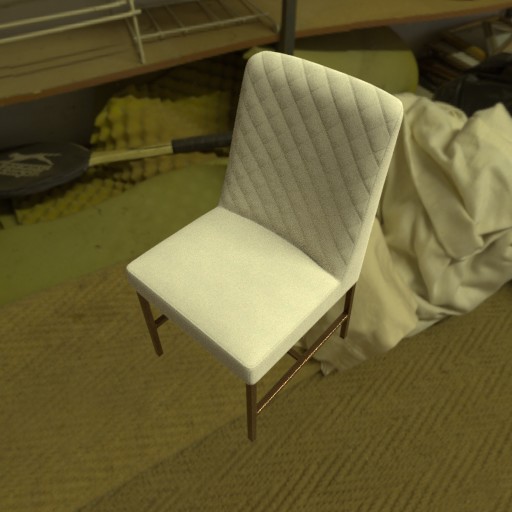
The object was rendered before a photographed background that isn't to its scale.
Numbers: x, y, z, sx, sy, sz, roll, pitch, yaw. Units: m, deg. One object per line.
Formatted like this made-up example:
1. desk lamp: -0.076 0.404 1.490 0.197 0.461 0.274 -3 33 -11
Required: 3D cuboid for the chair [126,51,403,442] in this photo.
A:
1. chair: 0.000 0.000 1.308 0.503 0.933 0.597 33 55 27
